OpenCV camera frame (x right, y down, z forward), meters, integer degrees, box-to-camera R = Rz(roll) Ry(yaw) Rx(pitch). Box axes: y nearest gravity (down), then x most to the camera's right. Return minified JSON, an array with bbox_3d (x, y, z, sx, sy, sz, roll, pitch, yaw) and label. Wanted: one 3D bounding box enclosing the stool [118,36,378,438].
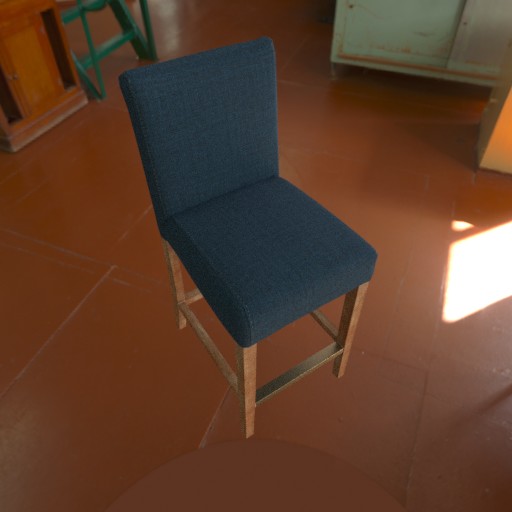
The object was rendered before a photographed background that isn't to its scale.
[{"bbox_3d":[0.000,0.000,1.337,0.454,1.039,0.567,-25,51,-23],"label":"stool"}]
